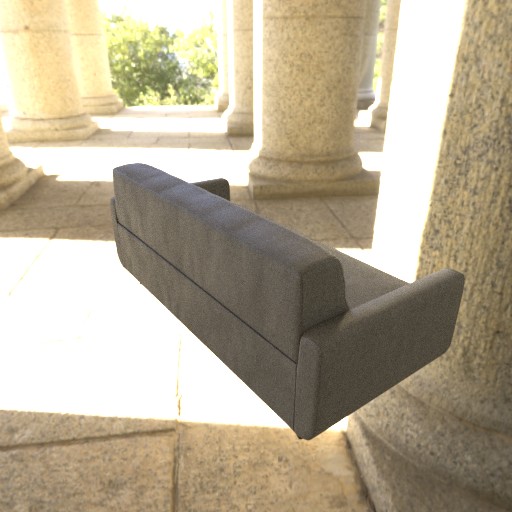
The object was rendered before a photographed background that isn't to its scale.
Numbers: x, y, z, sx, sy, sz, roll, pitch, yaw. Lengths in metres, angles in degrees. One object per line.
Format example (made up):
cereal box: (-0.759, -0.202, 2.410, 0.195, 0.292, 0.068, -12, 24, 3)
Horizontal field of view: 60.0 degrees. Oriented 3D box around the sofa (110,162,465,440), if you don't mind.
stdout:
sofa: (0.000, 0.000, 2.579, 0.968, 0.873, 2.055, -18, 30, -32)
